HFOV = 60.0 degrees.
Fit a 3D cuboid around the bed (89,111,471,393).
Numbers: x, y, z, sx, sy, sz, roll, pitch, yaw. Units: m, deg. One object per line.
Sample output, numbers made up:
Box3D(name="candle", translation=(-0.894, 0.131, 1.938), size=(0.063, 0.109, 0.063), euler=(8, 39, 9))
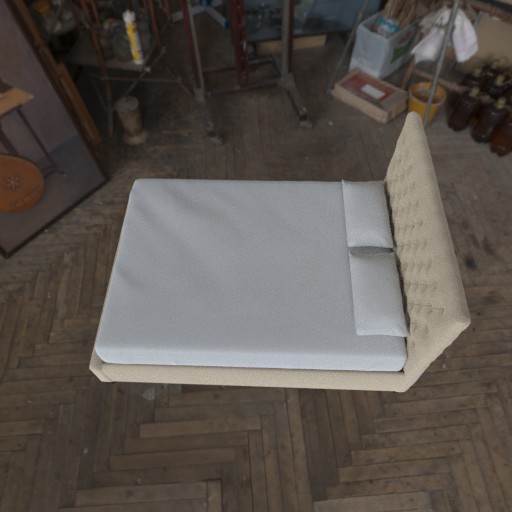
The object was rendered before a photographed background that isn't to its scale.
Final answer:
Box3D(name="bed", translation=(0.000, 0.000, 3.401), size=(2.387, 1.427, 1.698), euler=(2, 58, 1))
